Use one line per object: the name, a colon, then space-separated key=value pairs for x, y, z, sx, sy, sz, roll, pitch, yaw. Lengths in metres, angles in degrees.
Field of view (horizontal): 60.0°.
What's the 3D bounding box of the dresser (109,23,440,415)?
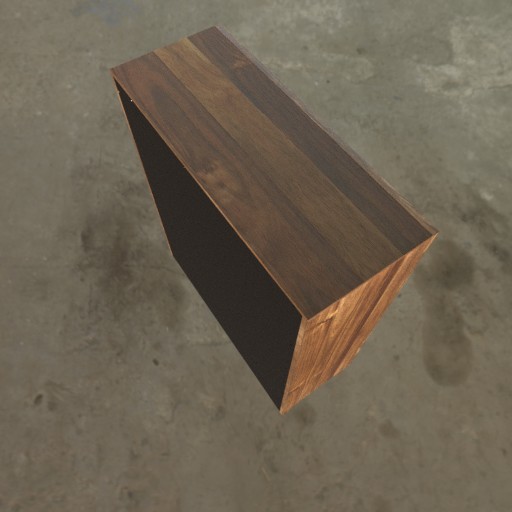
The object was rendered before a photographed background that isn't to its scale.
dresser: x=0.000 y=0.000 z=1.907 sx=0.442 sy=1.393 sz=1.062 roll=-31 pitch=65 yaw=-16
